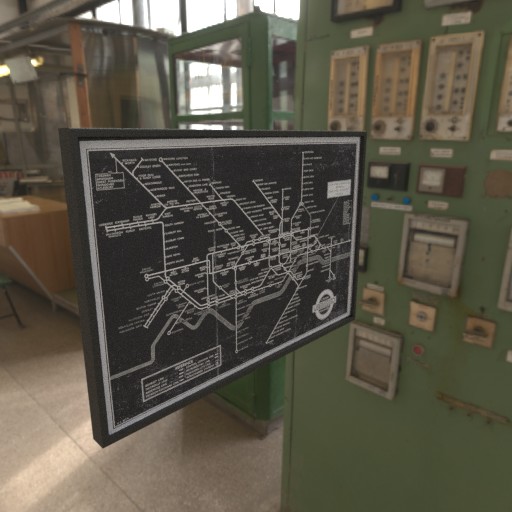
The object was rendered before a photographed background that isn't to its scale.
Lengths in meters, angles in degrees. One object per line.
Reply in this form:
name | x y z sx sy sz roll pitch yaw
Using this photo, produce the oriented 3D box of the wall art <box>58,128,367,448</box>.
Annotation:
wall art | 0.000 0.000 0.551 0.443 0.301 0.021 -15 21 -43
